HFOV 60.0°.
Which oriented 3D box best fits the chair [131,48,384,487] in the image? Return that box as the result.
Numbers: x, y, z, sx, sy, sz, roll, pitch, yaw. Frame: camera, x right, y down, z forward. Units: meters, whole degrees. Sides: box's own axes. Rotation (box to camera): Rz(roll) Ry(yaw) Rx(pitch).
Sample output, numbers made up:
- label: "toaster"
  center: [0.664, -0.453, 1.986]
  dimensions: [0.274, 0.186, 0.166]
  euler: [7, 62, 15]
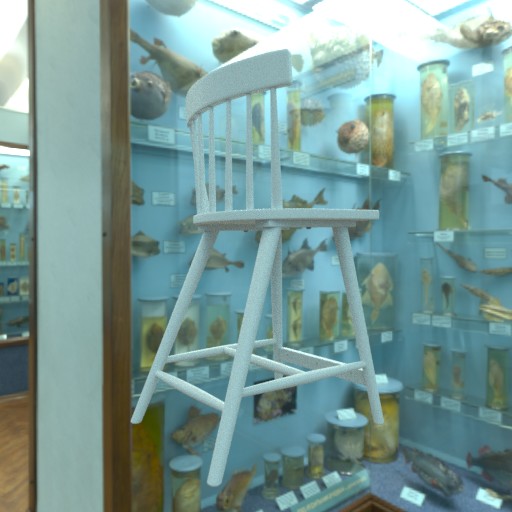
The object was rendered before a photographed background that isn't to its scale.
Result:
- label: "chair"
  center: [0.000, 0.000, 1.255]
  dimensions: [0.572, 0.952, 0.483]
  euler: [-1, 1, -38]
